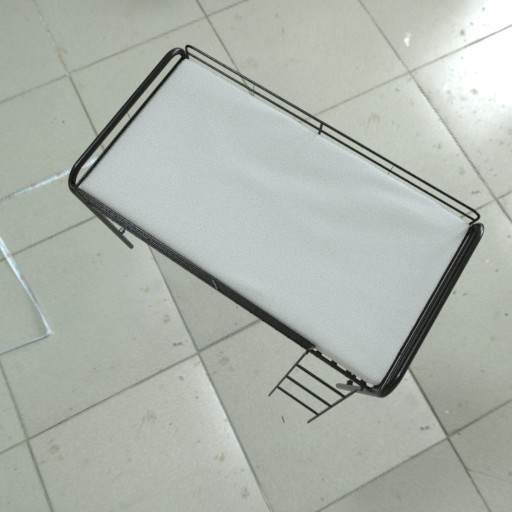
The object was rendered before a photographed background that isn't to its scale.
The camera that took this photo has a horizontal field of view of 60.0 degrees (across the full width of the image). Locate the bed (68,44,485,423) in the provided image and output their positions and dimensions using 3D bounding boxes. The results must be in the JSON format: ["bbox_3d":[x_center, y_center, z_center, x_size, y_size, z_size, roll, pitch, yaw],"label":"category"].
[{"bbox_3d":[0.000,0.000,2.854,1.968,1.289,1.393,33,78,8],"label":"bed"}]
